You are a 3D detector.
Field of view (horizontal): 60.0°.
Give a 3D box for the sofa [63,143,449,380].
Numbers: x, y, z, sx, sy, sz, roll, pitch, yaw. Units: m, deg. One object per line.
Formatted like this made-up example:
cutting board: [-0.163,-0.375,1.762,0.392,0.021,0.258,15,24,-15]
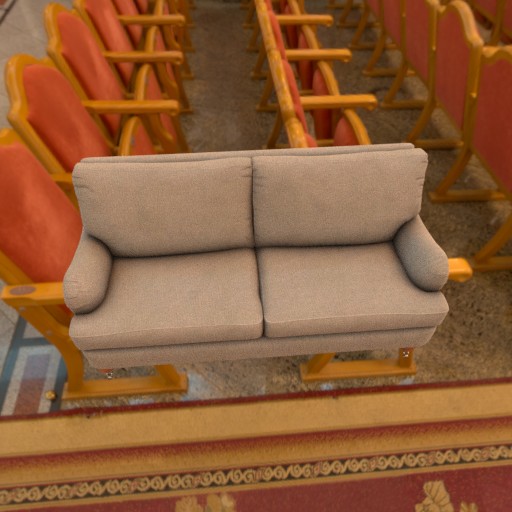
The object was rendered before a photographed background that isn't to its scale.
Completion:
sofa: [0.000,0.000,2.807,2.193,1.096,1.069,-3,48,-3]
